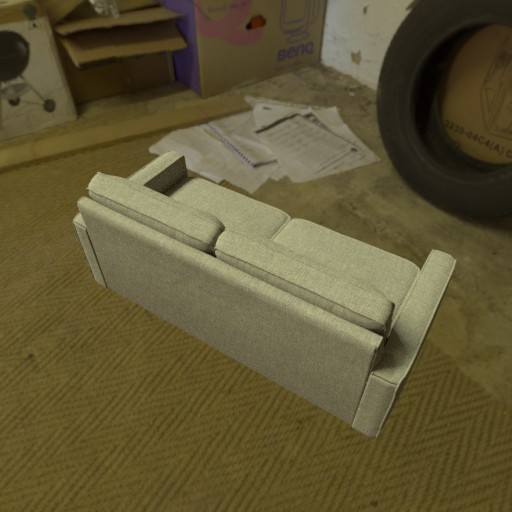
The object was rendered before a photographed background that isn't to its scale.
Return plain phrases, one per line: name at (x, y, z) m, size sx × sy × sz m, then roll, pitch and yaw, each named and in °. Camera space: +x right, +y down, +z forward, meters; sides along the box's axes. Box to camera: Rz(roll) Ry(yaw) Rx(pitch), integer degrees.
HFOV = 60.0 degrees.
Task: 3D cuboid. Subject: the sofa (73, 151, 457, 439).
sofa at (0.000, 0.000, 2.648) m, size 2.078 × 0.918 × 0.945 m, roll 24°, pitch 50°, yaw 22°
